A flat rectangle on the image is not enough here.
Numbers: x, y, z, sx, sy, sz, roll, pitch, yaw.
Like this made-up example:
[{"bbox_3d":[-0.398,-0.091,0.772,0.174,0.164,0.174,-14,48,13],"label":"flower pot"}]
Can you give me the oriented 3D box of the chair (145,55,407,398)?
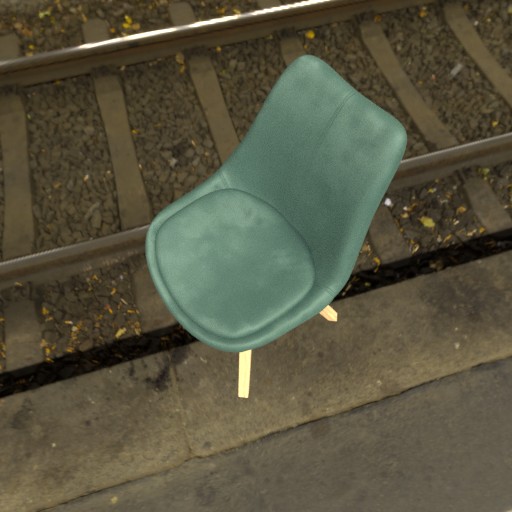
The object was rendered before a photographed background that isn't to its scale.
[{"bbox_3d":[0.000,0.000,1.208,0.547,0.865,0.483,-35,68,-16],"label":"chair"}]
